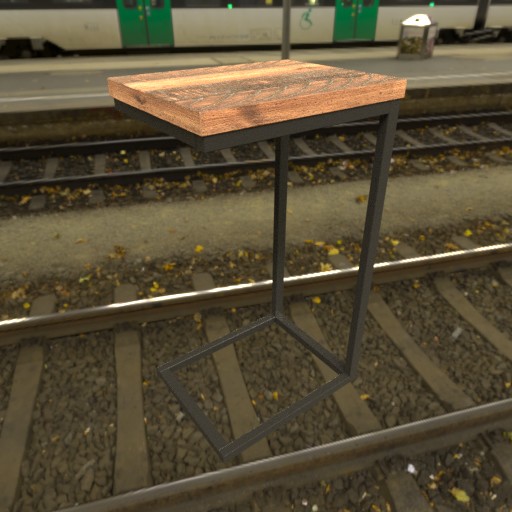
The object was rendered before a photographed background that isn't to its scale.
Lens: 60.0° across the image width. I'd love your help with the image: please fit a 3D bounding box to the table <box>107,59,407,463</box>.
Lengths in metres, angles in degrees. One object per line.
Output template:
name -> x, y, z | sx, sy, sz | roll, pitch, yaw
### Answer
table -> 0.000, 0.000, 0.953 | 0.414, 0.718, 0.323 | -21, 36, -31
